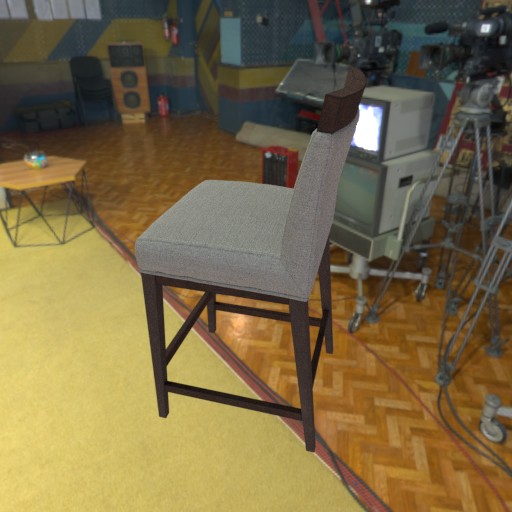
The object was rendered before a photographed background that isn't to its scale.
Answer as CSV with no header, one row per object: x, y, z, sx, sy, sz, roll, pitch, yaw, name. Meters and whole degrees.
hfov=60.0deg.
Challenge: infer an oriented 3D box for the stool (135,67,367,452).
0.000,0.000,1.327,0.531,1.009,0.512,7,29,13,stool
